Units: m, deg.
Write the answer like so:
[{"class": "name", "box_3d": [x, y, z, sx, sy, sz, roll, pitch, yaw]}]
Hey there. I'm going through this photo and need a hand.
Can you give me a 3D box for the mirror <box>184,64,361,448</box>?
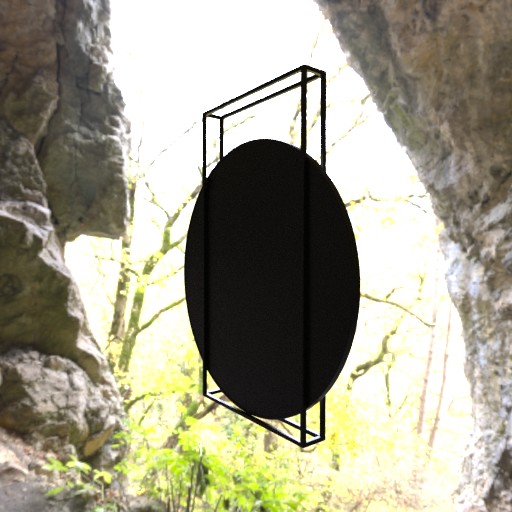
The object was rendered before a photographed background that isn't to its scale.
[{"class": "mirror", "box_3d": [0.000, 0.000, 0.835, 0.051, 0.603, 0.508, -1, 1, -37]}]
